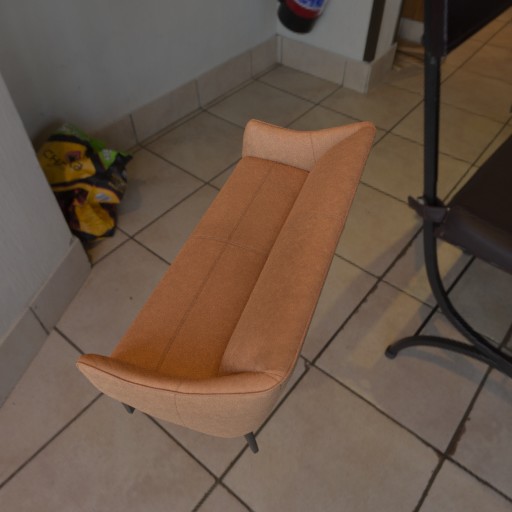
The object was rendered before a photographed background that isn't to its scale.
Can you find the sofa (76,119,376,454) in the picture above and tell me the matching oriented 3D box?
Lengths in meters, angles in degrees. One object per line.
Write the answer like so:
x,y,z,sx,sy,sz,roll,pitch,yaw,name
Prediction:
0.000,0.000,2.398,0.869,0.830,1.928,16,50,14,sofa
